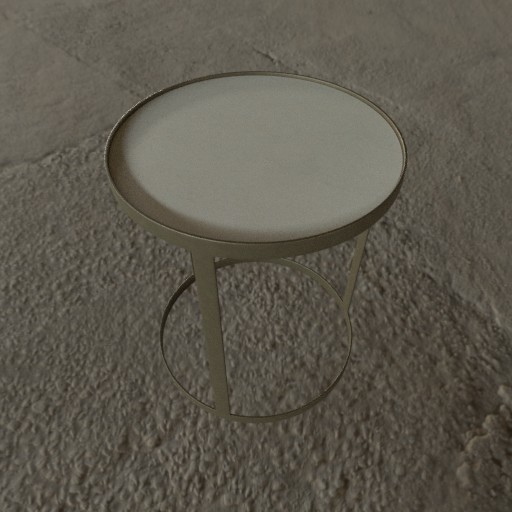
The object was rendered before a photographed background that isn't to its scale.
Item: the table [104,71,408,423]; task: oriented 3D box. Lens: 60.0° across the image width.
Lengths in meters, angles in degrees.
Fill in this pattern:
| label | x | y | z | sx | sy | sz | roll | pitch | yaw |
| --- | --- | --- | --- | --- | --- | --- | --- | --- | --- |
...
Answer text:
| label | x | y | z | sx | sy | sz | roll | pitch | yaw |
| --- | --- | --- | --- | --- | --- | --- | --- | --- | --- |
| table | 0.000 | 0.000 | 0.927 | 0.480 | 0.565 | 0.480 | 0 | 47 | 0 |
